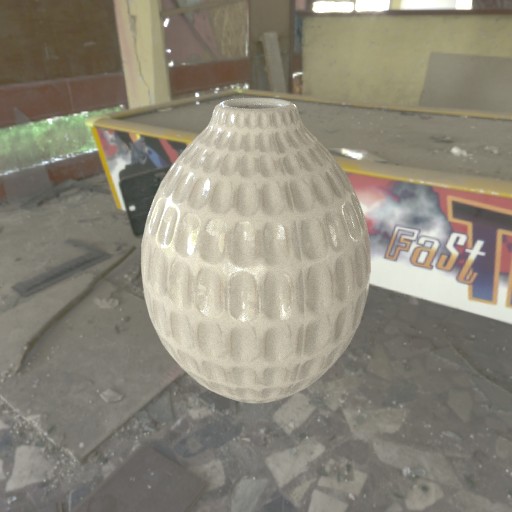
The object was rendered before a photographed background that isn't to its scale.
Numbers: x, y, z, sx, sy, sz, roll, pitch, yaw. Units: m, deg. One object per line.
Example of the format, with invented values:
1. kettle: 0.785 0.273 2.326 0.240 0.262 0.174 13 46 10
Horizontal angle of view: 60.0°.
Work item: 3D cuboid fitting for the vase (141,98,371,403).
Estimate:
1. vase: 0.000 0.000 0.253 0.128 0.167 0.128 0 28 0
